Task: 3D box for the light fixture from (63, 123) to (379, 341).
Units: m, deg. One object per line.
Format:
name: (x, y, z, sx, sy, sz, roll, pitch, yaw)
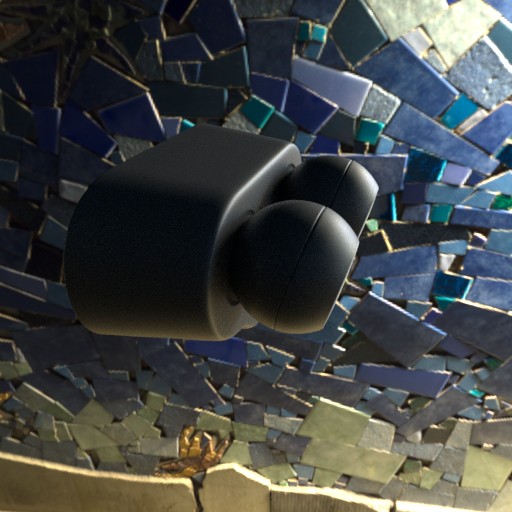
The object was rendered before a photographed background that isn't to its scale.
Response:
light fixture: (0.000, 0.000, 0.341, 0.159, 0.159, 0.229, 11, 32, 17)
